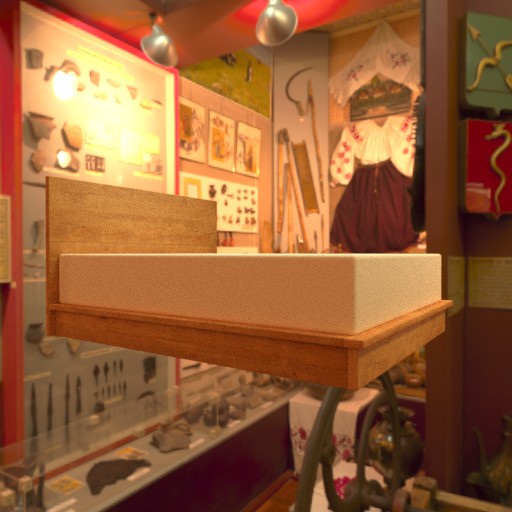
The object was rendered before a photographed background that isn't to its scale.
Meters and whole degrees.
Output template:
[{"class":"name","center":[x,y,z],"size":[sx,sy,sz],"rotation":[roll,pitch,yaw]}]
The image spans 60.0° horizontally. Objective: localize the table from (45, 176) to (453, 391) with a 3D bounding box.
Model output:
[{"class":"table","center":[0.000,0.000,2.981],"size":[2.149,1.041,1.707],"rotation":[0,1,34]}]
